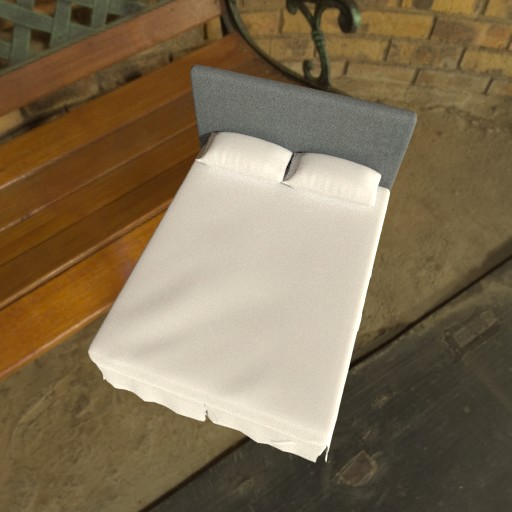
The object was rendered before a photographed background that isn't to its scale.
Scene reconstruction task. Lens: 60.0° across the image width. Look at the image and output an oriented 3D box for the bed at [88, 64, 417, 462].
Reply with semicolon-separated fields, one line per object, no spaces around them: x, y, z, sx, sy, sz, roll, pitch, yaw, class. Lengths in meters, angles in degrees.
0.000;0.000;3.136;1.723;1.330;2.142;16;59;10;bed
